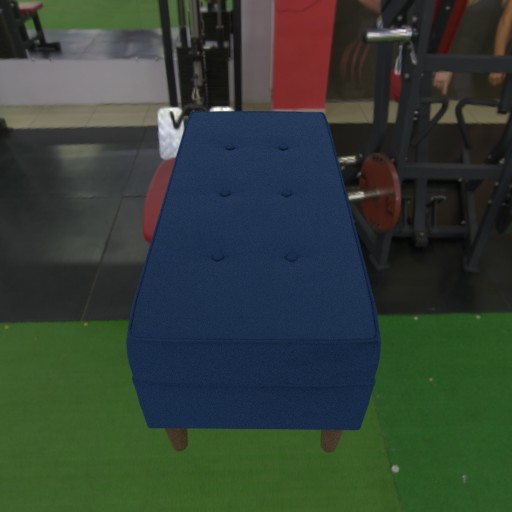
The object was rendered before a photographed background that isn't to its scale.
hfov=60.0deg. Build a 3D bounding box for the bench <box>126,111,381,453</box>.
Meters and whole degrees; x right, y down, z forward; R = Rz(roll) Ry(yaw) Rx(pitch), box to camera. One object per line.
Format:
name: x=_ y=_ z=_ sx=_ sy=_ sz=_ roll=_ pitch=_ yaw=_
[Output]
bench: x=0.000 y=0.000 z=1.310 sx=0.489 sy=0.467 sz=1.010 roll=0 pitch=41 yaw=0
